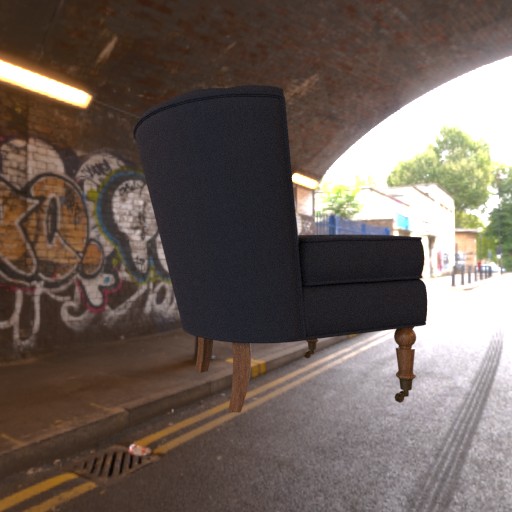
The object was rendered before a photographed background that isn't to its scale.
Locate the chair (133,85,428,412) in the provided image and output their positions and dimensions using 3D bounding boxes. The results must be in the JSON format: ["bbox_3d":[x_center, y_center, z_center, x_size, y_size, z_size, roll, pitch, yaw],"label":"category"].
[{"bbox_3d":[0.000,0.000,1.339,0.718,0.771,0.740,0,-1,-18],"label":"chair"}]
